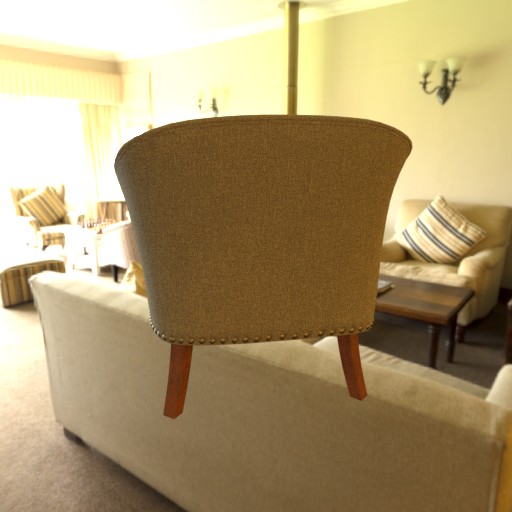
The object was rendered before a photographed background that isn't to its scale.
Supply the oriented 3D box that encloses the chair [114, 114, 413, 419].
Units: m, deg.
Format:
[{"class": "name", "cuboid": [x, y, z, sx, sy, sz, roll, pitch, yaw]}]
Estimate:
[{"class": "chair", "cuboid": [0.000, 0.000, 1.415, 0.798, 0.815, 0.704, -2, 14, -9]}]
